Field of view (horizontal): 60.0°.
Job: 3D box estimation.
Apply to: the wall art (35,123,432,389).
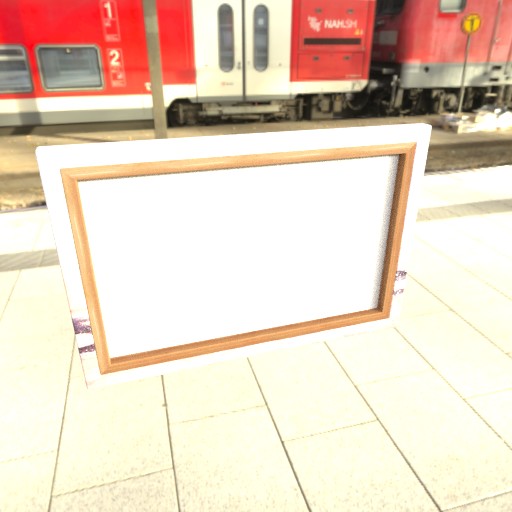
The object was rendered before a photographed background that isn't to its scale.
[{"bbox_3d":[0.000,0.000,1.134,0.913,0.609,0.038,-8,27,-16],"label":"wall art"}]
